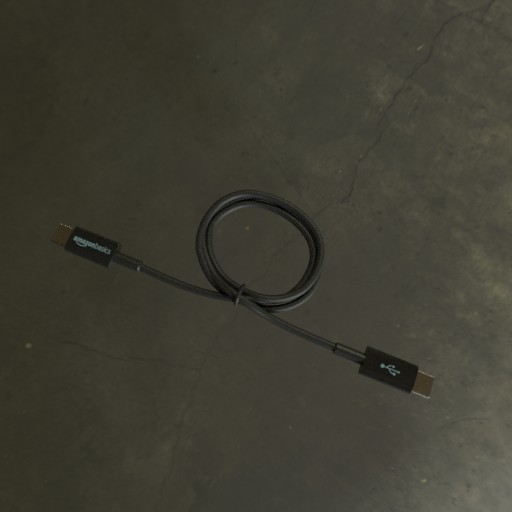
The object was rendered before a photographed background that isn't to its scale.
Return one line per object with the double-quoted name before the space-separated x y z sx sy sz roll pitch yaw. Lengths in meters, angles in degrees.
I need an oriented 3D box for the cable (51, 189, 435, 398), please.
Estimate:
"cable" 0.000 0.000 0.225 0.203 0.014 0.070 21 76 5
